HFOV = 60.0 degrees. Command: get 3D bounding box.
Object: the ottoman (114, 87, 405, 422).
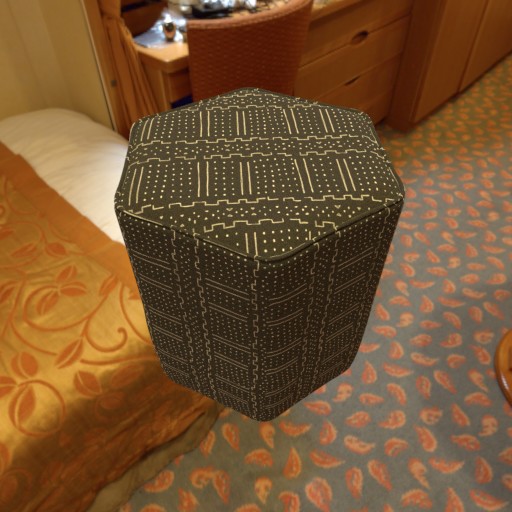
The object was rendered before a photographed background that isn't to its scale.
[{"bbox_3d":[0.000,0.000,0.898,0.443,0.502,0.494,-3,46,-3],"label":"ottoman"}]
